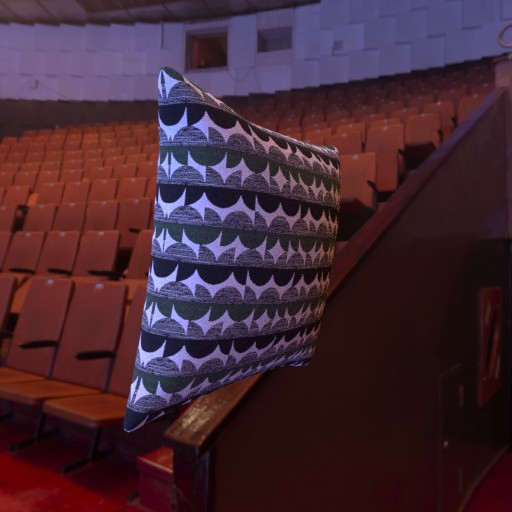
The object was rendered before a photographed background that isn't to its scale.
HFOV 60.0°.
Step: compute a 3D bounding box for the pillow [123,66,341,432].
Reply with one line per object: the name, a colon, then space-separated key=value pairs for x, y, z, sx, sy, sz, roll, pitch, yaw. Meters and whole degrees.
pillow: x=0.000 y=0.000 z=0.655 sx=0.180 sy=0.404 sz=0.419 roll=-1 pitch=-1 yaw=36
